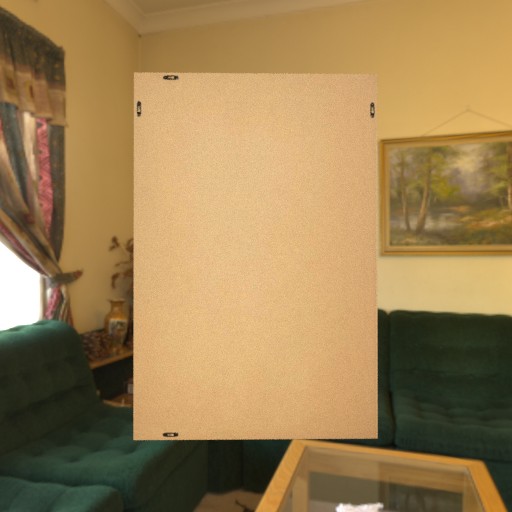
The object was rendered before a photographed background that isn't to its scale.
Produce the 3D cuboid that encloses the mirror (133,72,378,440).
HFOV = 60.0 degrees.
[{"bbox_3d":[0.000,0.000,1.123,0.609,0.915,0.041,0,0,-1],"label":"mirror"}]
